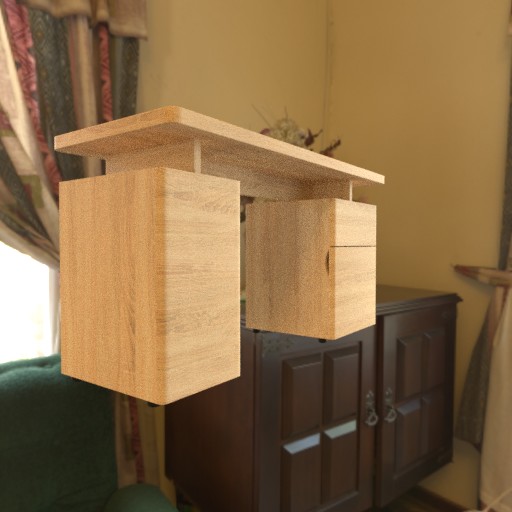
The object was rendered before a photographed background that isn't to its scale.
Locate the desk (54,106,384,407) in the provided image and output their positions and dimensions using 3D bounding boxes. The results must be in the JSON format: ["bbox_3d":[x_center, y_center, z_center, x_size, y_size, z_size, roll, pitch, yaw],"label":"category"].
[{"bbox_3d":[0.000,0.000,1.787,0.550,0.760,1.400,1,2,37],"label":"desk"}]
